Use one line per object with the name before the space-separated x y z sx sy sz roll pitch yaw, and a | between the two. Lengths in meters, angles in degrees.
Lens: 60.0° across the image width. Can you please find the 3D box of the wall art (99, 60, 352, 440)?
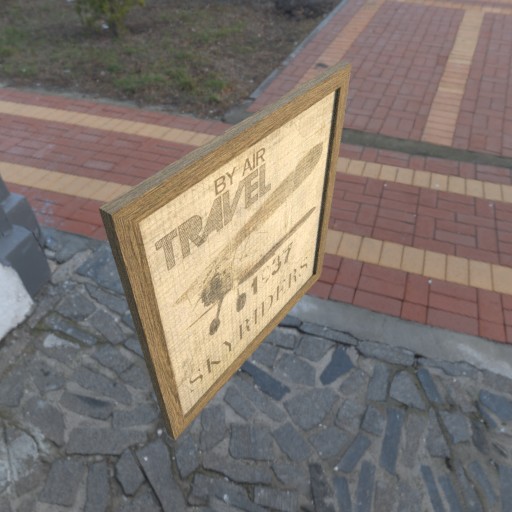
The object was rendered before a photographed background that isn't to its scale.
wall art | 0.000 0.000 0.766 0.019 0.508 0.508 27 50 26
